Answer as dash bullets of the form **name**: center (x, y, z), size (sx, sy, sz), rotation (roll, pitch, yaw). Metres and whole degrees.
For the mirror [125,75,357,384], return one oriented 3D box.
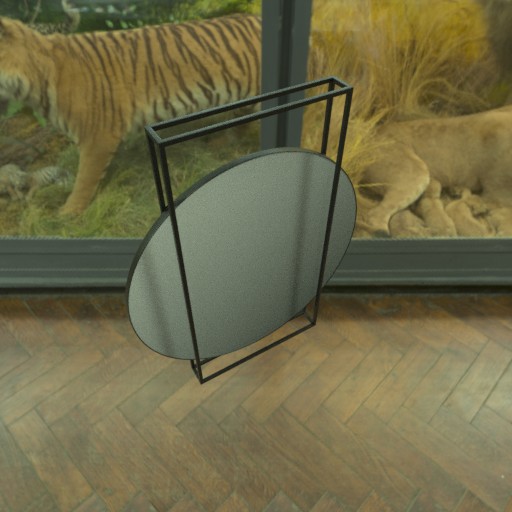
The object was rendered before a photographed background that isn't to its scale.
- **mirror**: center (0.000, 0.000, 0.841), size (0.508, 0.603, 0.051), rotation (-23, 49, -21)
